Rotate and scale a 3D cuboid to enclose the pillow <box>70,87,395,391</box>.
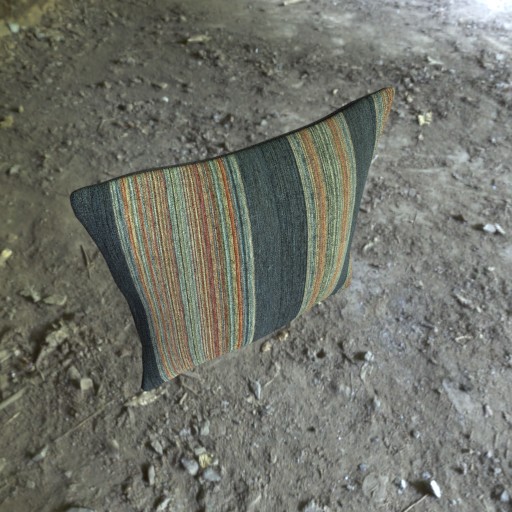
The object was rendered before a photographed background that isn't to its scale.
[{"bbox_3d":[0.000,0.000,0.657,0.437,0.419,0.136,-24,51,-21],"label":"pillow"}]
